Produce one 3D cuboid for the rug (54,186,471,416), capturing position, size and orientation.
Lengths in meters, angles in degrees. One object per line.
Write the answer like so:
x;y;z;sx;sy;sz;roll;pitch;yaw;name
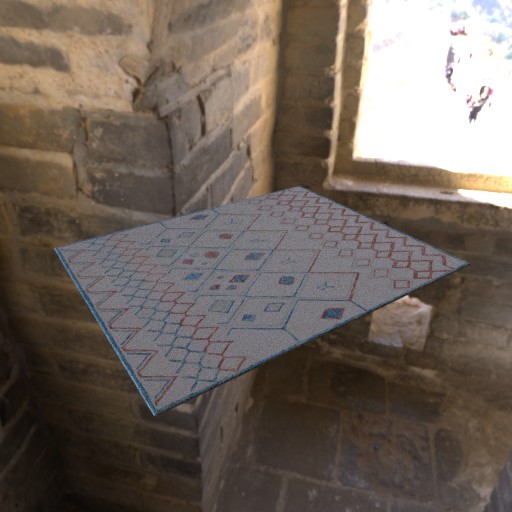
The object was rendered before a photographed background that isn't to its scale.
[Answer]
0.000;0.000;4.142;3.050;0.016;2.441;-18;34;-29;rug
